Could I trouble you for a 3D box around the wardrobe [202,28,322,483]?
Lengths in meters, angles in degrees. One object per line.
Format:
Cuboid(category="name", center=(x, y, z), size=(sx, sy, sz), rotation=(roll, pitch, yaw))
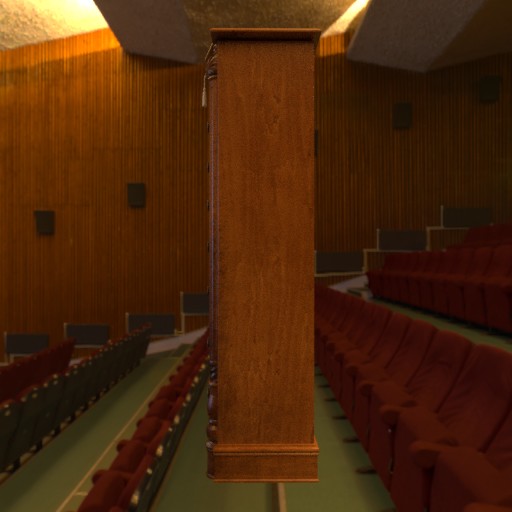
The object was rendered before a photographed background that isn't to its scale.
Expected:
Cuboid(category="wardrobe", center=(0.000, 0.000, 1.129), size=(0.273, 0.959, 0.406), rotation=(0, 0, 0))
